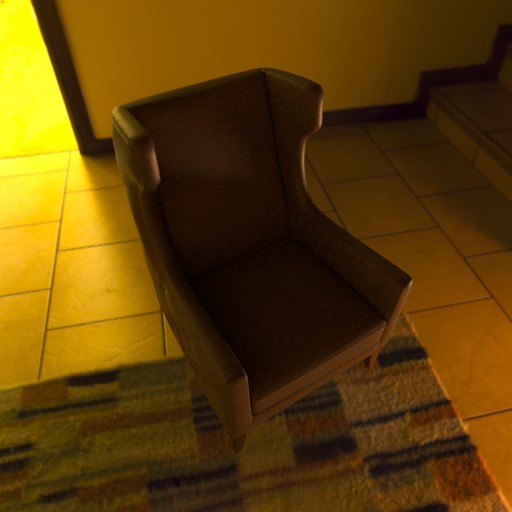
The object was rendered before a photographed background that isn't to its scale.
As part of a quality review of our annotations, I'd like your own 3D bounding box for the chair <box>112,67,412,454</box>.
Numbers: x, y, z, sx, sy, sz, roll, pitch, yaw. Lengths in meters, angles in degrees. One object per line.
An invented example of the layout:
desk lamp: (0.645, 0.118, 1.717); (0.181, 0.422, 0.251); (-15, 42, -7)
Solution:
chair: (0.000, 0.000, 1.681); (0.769, 1.079, 0.899); (-24, 50, -22)
